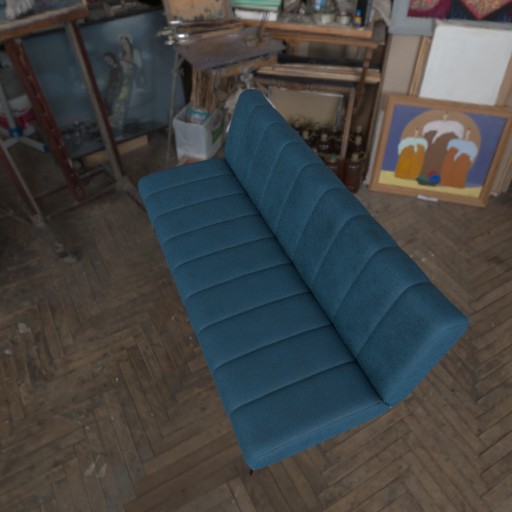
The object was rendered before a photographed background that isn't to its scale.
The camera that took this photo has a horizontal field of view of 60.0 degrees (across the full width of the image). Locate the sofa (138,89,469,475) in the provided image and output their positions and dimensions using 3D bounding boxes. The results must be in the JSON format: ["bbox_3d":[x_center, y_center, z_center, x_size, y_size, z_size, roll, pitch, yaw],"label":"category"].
[{"bbox_3d":[0.000,0.000,2.238,0.830,0.825,1.810,-17,50,-16],"label":"sofa"}]
